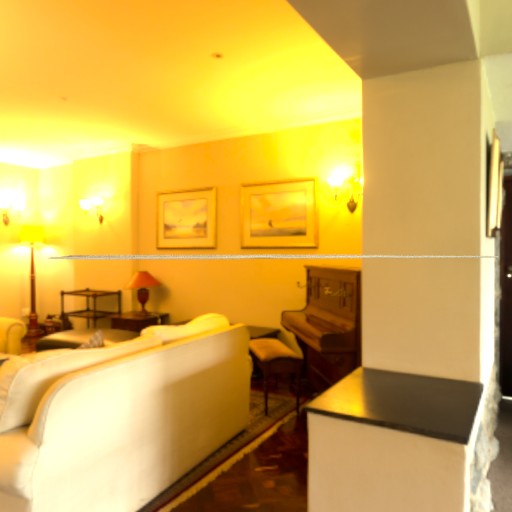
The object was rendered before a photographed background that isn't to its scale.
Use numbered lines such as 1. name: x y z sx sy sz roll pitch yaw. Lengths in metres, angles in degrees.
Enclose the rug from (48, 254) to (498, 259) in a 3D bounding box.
1. rug: 0.000 0.000 4.227 3.357 0.019 2.449 0 0 -19
